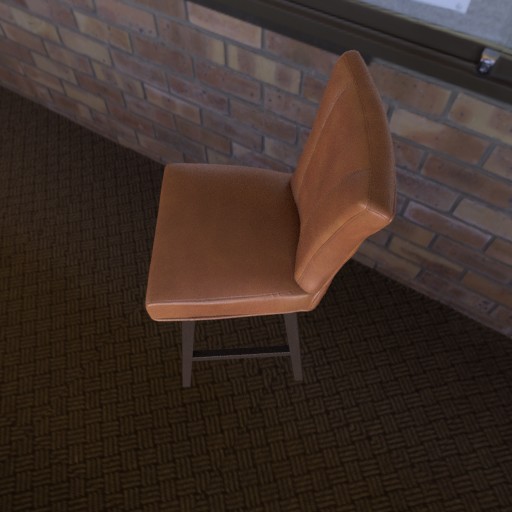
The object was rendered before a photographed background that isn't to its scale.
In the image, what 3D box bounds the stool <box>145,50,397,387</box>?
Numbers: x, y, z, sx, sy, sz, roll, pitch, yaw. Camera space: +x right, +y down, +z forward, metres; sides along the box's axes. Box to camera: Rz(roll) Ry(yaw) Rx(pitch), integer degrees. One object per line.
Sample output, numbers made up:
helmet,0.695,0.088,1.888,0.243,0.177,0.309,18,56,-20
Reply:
stool,0.000,0.000,1.396,0.585,1.094,0.522,0,58,0
